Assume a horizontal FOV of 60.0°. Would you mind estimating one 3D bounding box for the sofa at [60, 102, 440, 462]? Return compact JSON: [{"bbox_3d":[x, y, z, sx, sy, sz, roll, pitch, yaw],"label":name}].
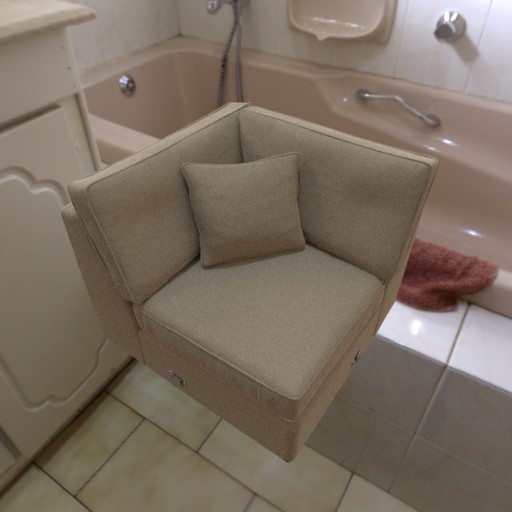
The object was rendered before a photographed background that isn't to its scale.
[{"bbox_3d":[0.000,0.000,1.976,1.146,1.002,1.084,25,47,26],"label":"sofa"}]
